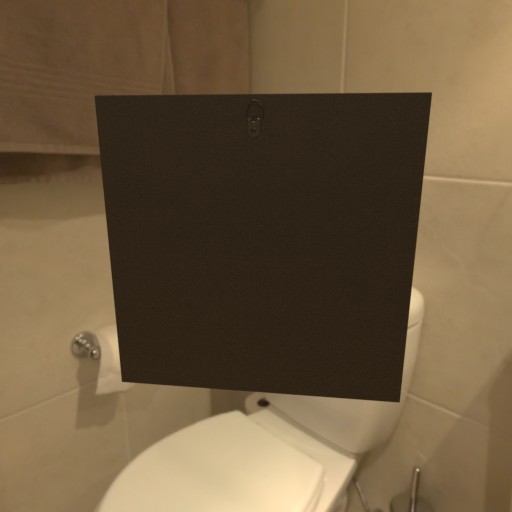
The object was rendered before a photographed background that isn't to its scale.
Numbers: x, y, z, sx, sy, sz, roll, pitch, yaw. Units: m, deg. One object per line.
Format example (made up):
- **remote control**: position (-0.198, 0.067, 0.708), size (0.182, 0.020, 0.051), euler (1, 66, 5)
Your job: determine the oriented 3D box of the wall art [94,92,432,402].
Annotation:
- **wall art**: position (0.000, 0.000, 1.174), size (0.805, 0.807, 0.043), euler (2, 16, 7)
